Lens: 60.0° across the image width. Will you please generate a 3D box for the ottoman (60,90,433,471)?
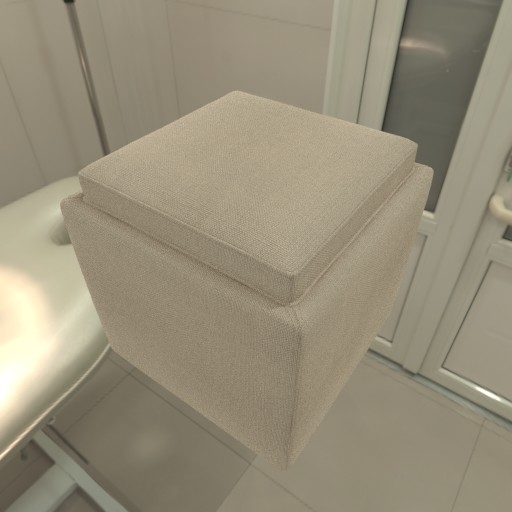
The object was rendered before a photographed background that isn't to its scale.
[{"bbox_3d":[0.000,0.000,0.816,0.450,0.460,0.451,26,48,26],"label":"ottoman"}]
